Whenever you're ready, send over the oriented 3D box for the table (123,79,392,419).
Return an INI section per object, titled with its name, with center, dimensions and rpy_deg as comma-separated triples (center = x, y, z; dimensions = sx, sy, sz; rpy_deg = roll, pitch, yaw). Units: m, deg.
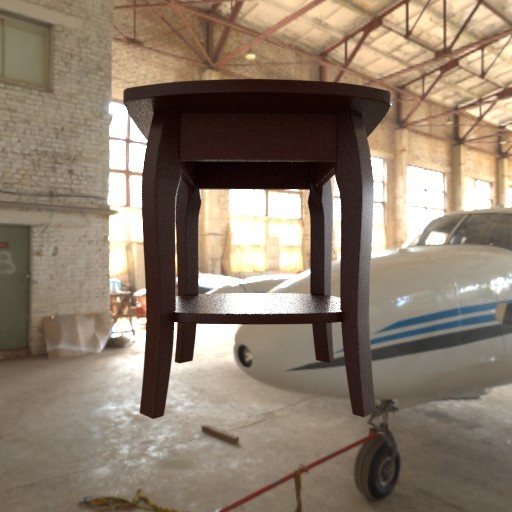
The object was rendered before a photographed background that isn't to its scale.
[table]
center = 0.000, 0.000, 0.870
dimensions = 0.433, 0.496, 0.502
rpy_deg = 0, 0, -1
